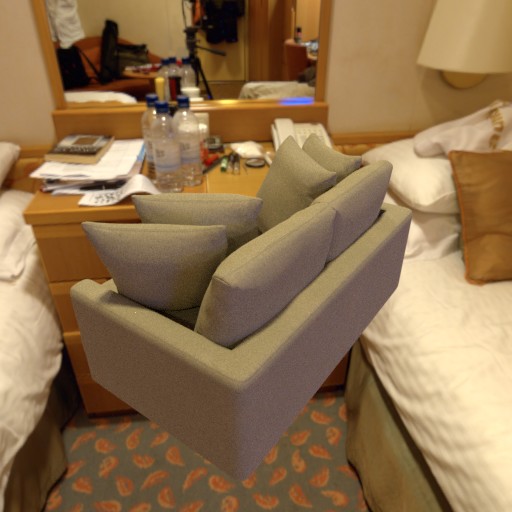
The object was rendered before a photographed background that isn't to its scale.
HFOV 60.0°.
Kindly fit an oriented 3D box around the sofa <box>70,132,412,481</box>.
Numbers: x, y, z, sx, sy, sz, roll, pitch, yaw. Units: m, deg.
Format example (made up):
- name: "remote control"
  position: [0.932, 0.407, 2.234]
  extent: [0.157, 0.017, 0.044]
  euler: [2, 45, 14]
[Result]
- name: "sofa"
  position: [0.000, 0.000, 2.609]
  extent: [1.228, 1.080, 1.869]
  euler: [20, 37, 30]
